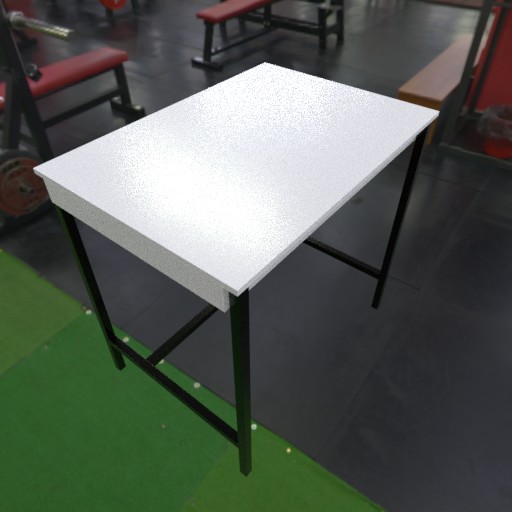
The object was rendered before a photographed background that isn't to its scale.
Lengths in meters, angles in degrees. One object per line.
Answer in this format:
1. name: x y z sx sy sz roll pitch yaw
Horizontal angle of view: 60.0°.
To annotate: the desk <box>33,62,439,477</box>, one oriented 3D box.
1. desk: 0.000 0.000 1.309 0.573 0.766 0.811 28 50 27
